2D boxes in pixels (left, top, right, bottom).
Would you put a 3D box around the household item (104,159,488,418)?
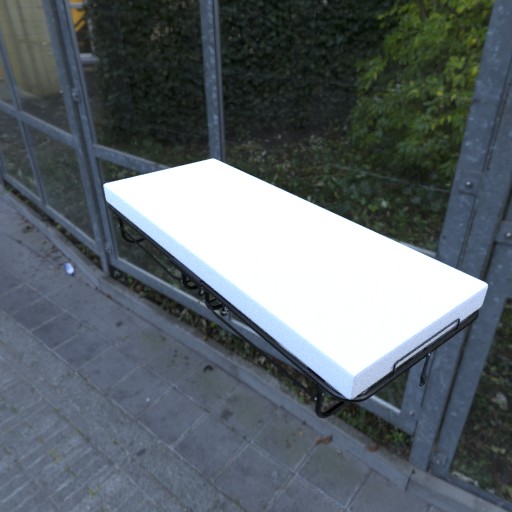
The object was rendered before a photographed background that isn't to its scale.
[{"bbox_3d":[0.000,0.000,2.151,0.787,0.356,1.905,-22,37,-32],"label":"household item"}]
